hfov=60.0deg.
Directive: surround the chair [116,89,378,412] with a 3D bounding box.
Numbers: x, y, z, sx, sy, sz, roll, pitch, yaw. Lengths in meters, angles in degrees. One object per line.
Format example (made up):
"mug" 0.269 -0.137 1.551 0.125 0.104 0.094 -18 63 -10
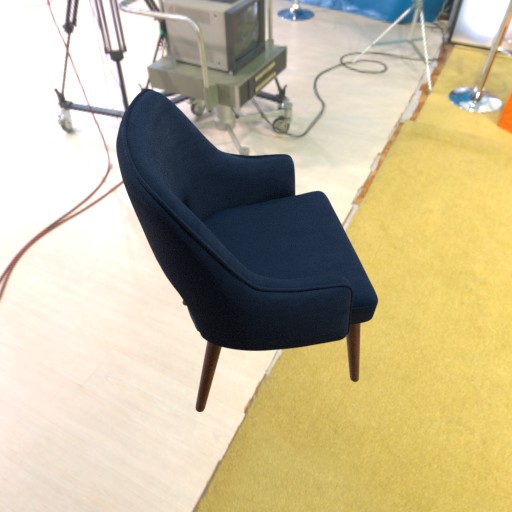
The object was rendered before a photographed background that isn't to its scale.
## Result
"chair" 0.000 0.000 1.236 0.591 0.844 0.559 -9 47 -8
